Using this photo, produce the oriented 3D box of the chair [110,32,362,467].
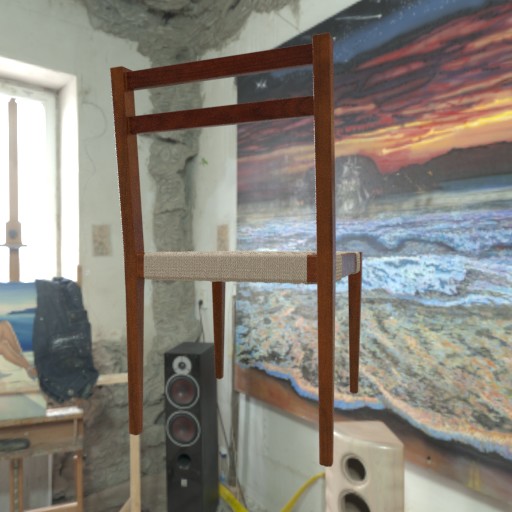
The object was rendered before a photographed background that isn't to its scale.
[{"bbox_3d":[0.000,0.000,1.179,0.495,0.851,0.569,0,1,19],"label":"chair"}]
